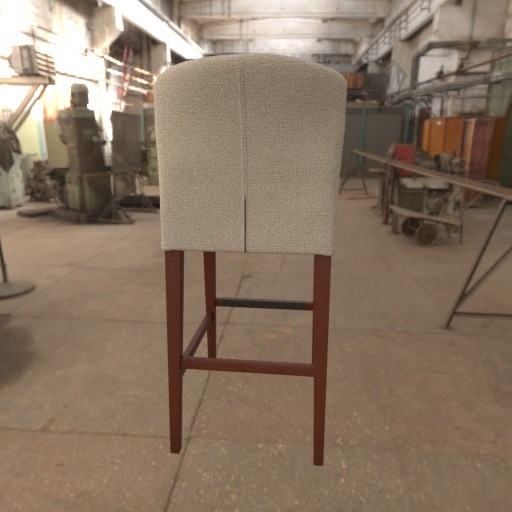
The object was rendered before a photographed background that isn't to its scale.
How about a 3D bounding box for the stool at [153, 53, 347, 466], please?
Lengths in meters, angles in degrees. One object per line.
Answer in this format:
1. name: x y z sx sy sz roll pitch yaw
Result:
1. stool: 0.000 0.000 1.367 0.481 1.069 0.568 2 16 7
